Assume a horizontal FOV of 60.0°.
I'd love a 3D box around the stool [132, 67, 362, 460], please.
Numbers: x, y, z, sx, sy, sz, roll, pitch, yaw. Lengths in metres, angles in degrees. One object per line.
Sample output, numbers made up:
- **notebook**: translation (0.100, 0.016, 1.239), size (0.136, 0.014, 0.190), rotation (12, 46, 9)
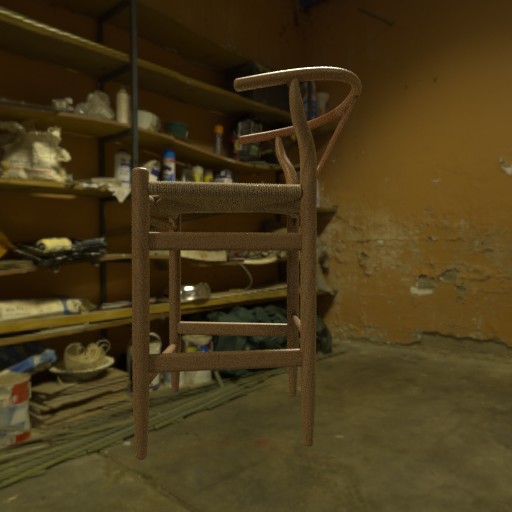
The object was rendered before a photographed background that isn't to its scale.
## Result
- **stool**: translation (0.000, 0.000, 1.258), size (0.575, 0.923, 0.536), rotation (0, 1, -1)
